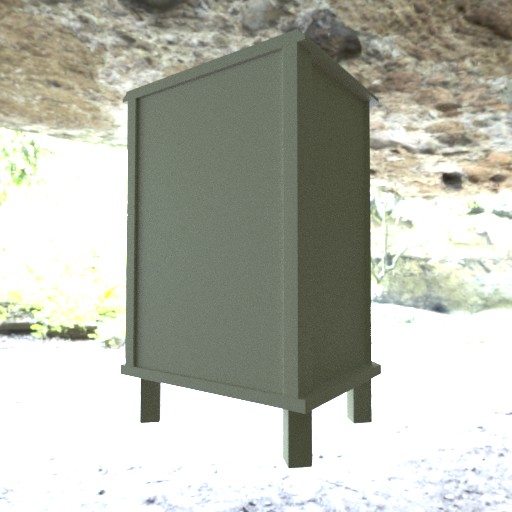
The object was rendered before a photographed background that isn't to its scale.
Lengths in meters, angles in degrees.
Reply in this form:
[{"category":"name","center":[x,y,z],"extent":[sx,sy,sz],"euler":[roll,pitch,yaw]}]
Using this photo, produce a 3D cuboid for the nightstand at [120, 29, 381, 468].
[{"category":"nightstand","center":[0.000,0.000,0.931],"extent":[0.435,0.681,0.351],"euler":[-1,-2,36]}]
